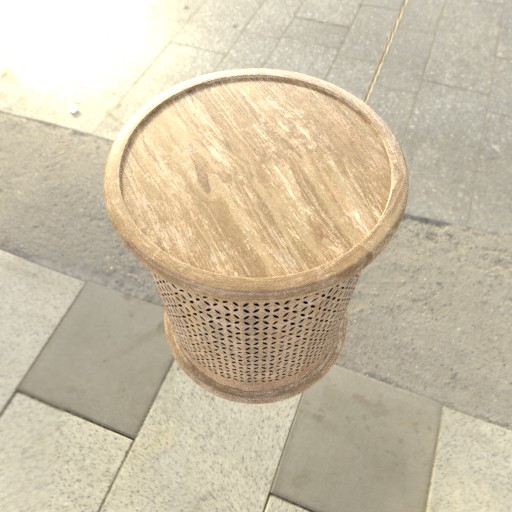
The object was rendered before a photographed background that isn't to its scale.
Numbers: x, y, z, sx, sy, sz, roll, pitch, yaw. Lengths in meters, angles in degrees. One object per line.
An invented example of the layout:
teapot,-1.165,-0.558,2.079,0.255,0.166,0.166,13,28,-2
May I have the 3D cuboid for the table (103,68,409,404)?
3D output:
table,0.000,0.000,0.796,0.407,0.482,0.407,0,58,0
